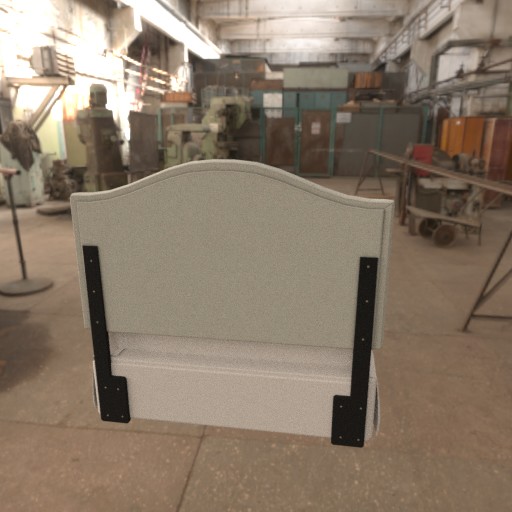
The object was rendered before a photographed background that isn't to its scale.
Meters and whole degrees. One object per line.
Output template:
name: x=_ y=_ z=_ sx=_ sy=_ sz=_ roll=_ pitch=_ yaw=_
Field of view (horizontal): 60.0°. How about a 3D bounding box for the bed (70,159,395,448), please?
bed: x=0.000 y=0.000 z=3.473 sx=1.813 sy=1.607 sz=2.180 roll=2 pitch=16 yaw=8
